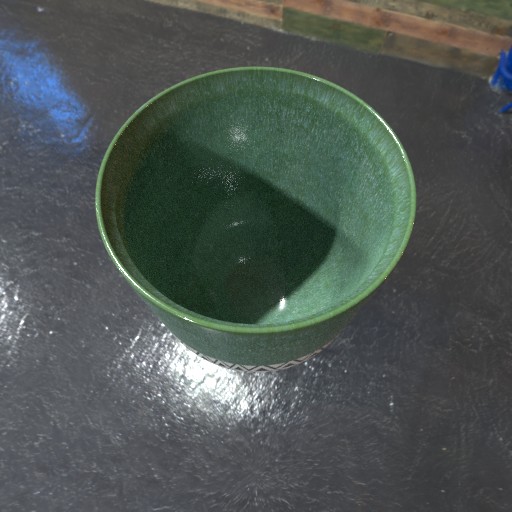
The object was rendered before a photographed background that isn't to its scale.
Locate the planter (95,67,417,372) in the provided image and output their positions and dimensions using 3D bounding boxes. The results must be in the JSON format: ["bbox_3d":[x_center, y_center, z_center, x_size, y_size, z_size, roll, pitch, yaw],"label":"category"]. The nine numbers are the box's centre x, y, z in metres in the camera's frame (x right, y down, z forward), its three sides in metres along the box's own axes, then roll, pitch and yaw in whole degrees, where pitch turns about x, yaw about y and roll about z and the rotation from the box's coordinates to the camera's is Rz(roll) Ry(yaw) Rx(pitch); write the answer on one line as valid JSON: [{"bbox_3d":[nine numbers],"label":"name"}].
[{"bbox_3d":[0.000,0.000,0.367,0.195,0.214,0.195,0,64,0],"label":"planter"}]
